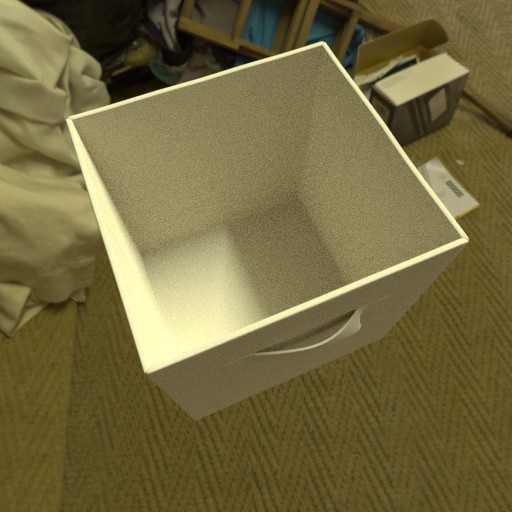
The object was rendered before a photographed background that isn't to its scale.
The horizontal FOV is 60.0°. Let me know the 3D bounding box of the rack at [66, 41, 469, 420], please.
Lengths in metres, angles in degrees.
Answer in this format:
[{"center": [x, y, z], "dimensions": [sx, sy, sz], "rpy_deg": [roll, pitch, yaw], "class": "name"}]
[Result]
[{"center": [0.000, 0.000, 0.496], "dimensions": [0.270, 0.280, 0.270], "rpy_deg": [-21, 65, -10], "class": "rack"}]
